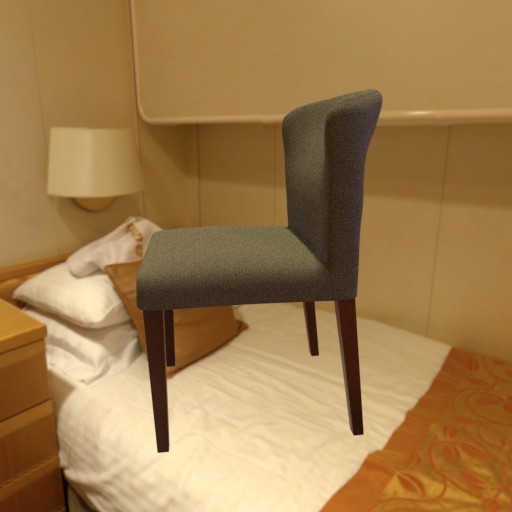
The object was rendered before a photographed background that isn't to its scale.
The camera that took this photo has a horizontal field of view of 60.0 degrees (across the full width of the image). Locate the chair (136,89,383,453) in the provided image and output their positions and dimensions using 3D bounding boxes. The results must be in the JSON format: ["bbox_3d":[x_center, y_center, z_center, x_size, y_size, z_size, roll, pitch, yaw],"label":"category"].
[{"bbox_3d":[0.000,0.000,1.187,0.589,0.839,0.491,-2,16,-8],"label":"chair"}]
